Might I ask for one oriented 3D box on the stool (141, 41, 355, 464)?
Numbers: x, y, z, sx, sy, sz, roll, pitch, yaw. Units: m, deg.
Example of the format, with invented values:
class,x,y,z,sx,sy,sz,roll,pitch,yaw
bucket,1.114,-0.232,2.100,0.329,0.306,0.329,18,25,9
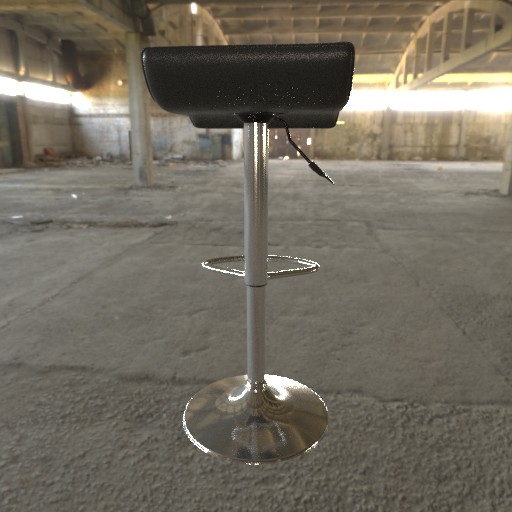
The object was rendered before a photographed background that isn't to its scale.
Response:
class,x,y,z,sx,sy,sz,roll,pitch,yaw
stool,0.000,0.000,1.051,0.381,0.851,0.381,1,15,6
